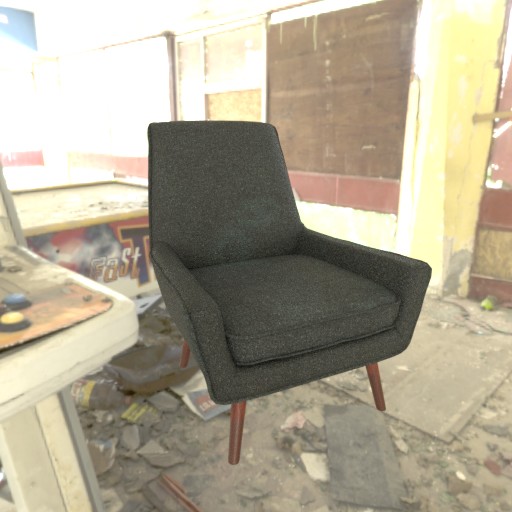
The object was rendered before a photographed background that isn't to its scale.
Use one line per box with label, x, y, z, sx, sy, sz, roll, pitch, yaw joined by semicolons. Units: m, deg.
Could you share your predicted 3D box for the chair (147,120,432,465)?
chair;0.000;0.000;1.495;0.763;0.883;0.859;-8;18;-26
